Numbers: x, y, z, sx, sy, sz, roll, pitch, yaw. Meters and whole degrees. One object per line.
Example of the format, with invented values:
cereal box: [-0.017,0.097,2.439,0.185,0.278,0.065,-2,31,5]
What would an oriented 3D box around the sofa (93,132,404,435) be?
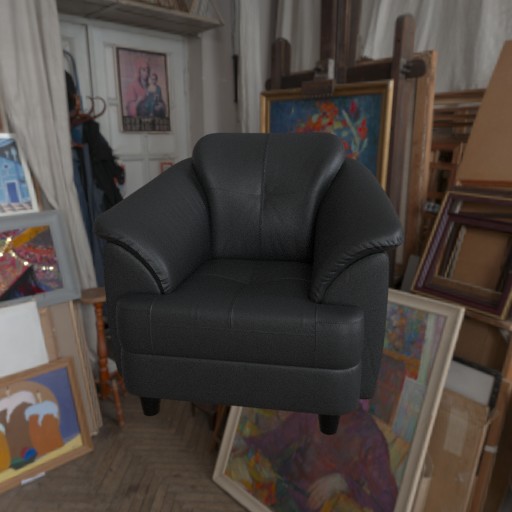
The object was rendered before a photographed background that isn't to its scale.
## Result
sofa: [0.000,0.000,1.483,0.870,0.811,0.794,2,14,9]
